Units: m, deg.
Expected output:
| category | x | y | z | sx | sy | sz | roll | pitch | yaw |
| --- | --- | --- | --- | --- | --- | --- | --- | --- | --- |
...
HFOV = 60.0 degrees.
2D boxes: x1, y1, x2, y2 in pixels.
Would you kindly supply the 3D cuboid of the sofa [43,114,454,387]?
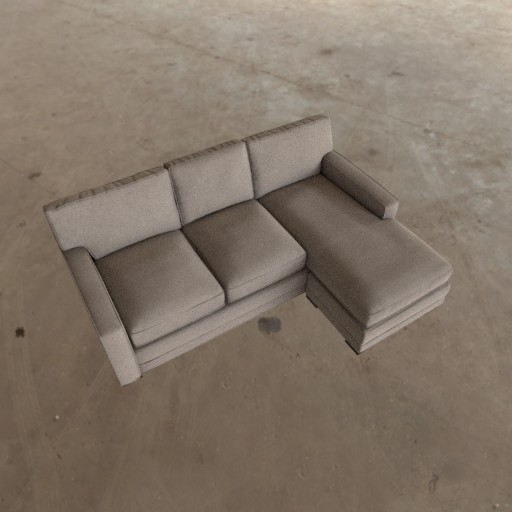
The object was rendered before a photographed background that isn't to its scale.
| category | x | y | z | sx | sy | sz | roll | pitch | yaw |
| --- | --- | --- | --- | --- | --- | --- | --- | --- | --- |
| sofa | 0.000 | 0.000 | 2.809 | 2.087 | 0.861 | 1.496 | -24 | 51 | -21 |
